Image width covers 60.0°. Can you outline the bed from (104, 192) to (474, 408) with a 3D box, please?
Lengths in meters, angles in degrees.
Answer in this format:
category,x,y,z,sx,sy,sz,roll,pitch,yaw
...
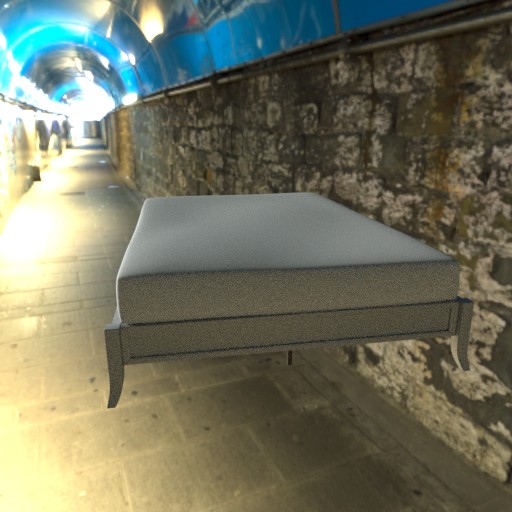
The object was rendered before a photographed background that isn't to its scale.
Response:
category,x,y,z,sx,sy,sz,roll,pitch,yaw
bed,0.000,0.000,2.594,1.460,0.510,1.985,-3,16,-10
